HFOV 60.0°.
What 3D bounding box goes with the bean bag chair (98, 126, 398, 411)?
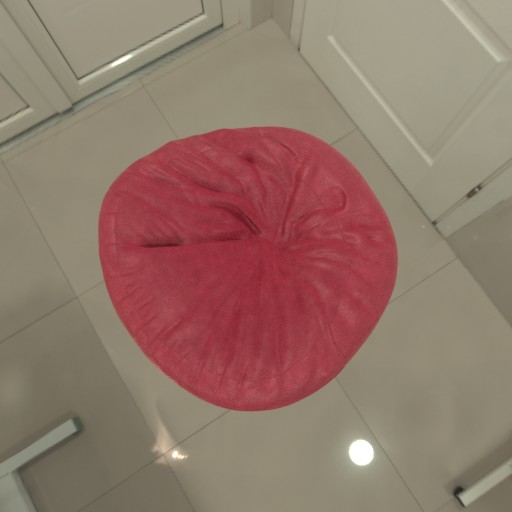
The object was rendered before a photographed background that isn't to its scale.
[{"bbox_3d":[0.000,0.000,2.443,1.524,0.878,1.524,-32,78,-7],"label":"bean bag chair"}]
